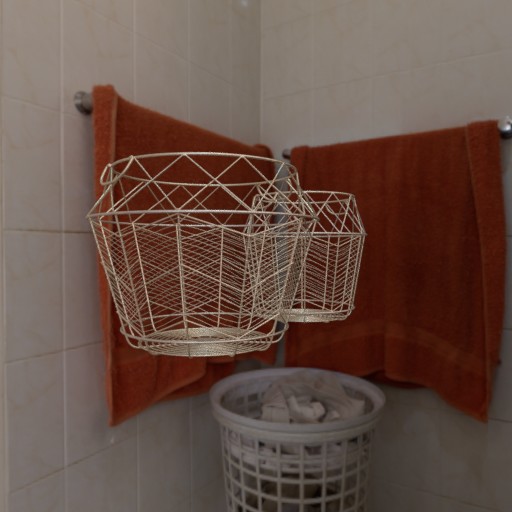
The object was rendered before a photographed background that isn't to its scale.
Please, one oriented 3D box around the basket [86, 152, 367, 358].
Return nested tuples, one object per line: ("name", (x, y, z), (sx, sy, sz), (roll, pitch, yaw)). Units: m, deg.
("basket", (0.000, 0.000, 1.036), (0.451, 0.343, 0.805), (1, 1, 34))
